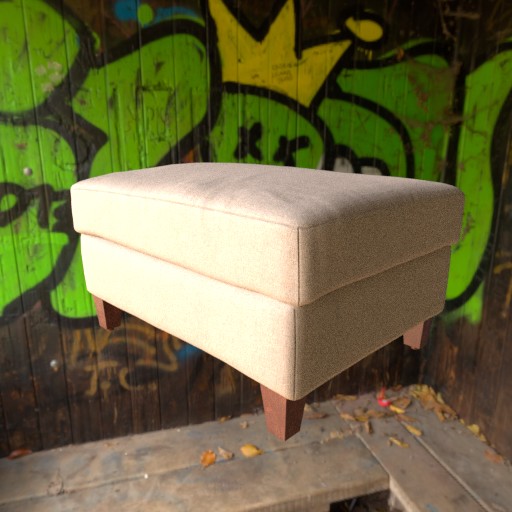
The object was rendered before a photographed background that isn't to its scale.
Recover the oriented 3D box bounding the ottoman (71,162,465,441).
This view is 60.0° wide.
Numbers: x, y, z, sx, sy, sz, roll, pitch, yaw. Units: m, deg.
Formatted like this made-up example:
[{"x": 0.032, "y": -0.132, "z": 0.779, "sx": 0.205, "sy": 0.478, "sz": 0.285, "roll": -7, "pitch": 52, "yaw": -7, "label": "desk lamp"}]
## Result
[{"x": 0.000, "y": 0.000, "z": 1.270, "sx": 0.692, "sy": 0.511, "sz": 0.902, "roll": -14, "pitch": 20, "yaw": -43, "label": "ottoman"}]
